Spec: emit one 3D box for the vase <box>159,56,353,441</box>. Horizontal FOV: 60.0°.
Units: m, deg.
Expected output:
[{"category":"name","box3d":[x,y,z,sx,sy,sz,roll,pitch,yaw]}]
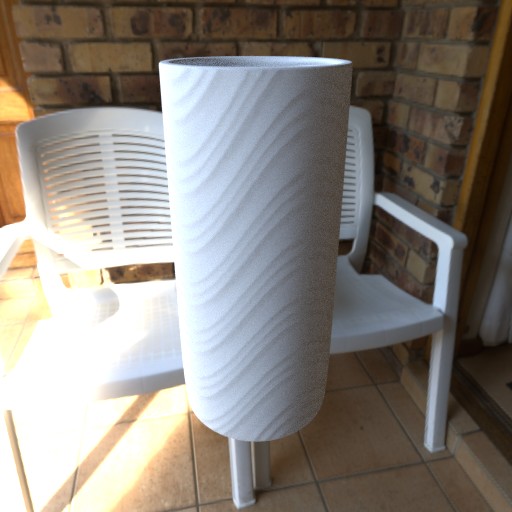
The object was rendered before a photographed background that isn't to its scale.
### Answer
[{"category":"vase","box3d":[0.000,0.000,0.391,0.143,0.316,0.143,0,27,0]}]
